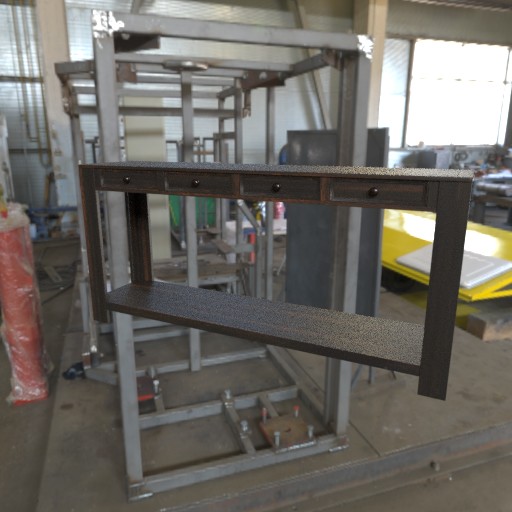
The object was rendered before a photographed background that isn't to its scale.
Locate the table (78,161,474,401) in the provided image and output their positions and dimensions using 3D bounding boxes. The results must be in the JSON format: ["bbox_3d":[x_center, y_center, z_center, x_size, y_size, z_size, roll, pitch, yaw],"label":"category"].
[{"bbox_3d":[0.000,0.000,1.932,1.631,0.762,0.384,7,16,25],"label":"table"}]
